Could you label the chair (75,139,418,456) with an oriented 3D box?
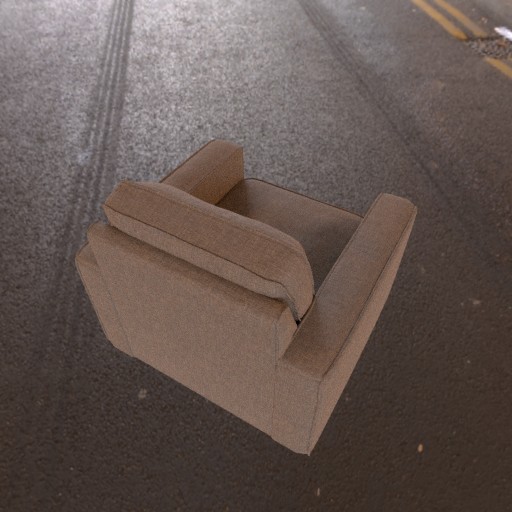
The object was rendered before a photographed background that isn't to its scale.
[{"bbox_3d":[0.000,0.000,1.779,1.016,0.914,0.940,23,50,21],"label":"chair"}]
